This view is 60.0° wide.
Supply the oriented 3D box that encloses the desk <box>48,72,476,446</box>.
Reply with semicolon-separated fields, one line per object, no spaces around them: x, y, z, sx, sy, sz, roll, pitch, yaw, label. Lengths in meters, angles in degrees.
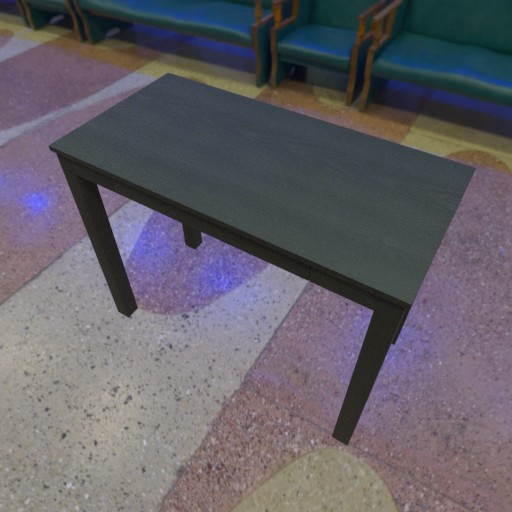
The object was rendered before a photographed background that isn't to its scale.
0.000;0.000;1.425;0.991;0.762;0.499;25;52;21;desk
